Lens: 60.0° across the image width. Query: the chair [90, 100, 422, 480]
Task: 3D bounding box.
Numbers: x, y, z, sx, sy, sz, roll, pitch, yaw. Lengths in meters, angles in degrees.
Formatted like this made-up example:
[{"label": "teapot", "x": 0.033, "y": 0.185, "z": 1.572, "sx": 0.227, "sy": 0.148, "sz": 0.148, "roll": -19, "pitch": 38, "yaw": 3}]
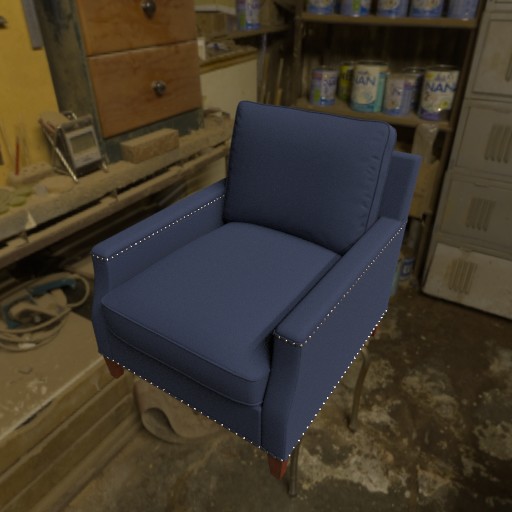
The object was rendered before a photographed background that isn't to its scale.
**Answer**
[{"label": "chair", "x": 0.000, "y": 0.000, "z": 1.685, "sx": 0.853, "sy": 0.943, "sz": 1.014, "roll": 19, "pitch": 36, "yaw": 28}]
